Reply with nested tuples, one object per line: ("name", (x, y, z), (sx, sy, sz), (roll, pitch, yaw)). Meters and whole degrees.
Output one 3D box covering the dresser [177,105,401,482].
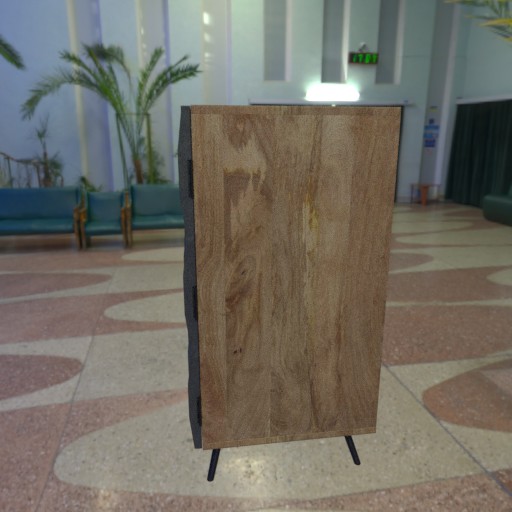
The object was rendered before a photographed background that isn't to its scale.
("dresser", (0.000, 0.000, 1.420), (0.446, 0.847, 0.967), (-2, 15, -8))
